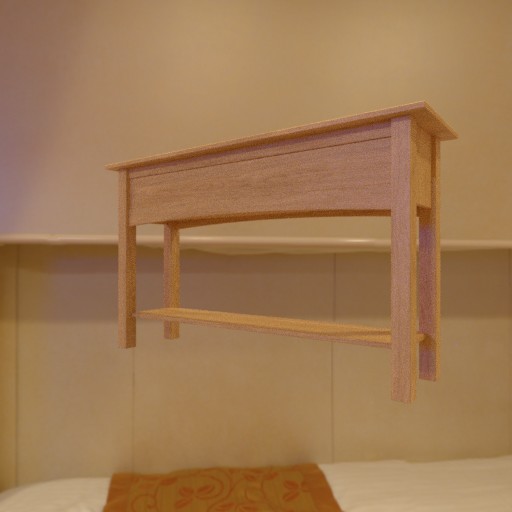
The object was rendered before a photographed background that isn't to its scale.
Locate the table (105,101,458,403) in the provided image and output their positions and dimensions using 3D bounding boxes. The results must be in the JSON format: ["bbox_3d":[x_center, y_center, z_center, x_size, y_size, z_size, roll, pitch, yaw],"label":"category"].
[{"bbox_3d":[0.000,0.000,1.549,1.240,0.730,0.350,0,0,36],"label":"table"}]
